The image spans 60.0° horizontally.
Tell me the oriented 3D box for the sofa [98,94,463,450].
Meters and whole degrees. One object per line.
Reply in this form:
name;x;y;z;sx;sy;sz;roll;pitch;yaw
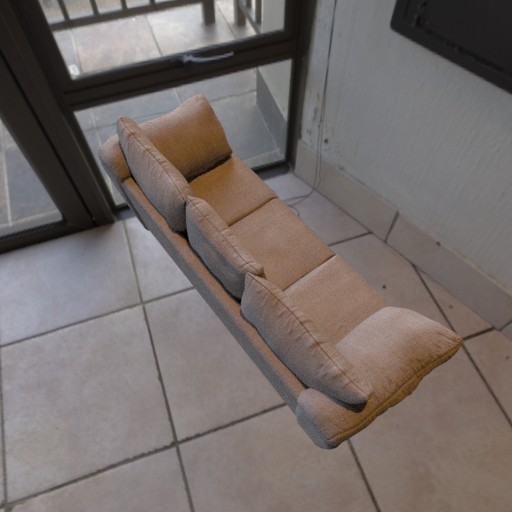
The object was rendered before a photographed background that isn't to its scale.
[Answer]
sofa;0.000;0.000;2.768;0.878;0.996;2.334;-34;65;-18
